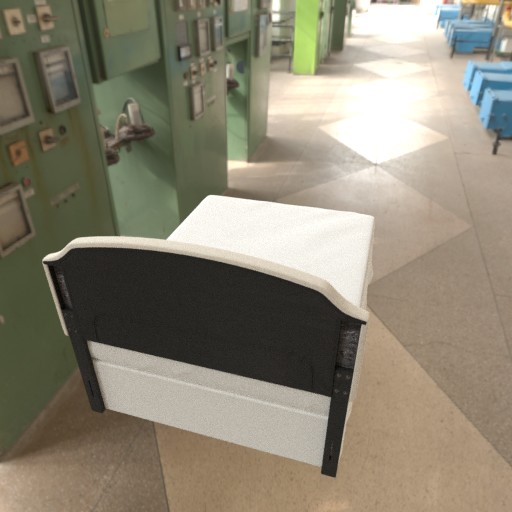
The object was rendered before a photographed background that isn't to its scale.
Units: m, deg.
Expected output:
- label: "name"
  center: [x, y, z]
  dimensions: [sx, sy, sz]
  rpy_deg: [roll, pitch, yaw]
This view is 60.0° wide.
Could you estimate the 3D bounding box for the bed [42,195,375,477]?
- label: "bed"
  center: [0.000, 0.000, 2.951]
  dimensions: [1.558, 1.270, 1.999]
  rpy_deg: [9, 34, 14]
